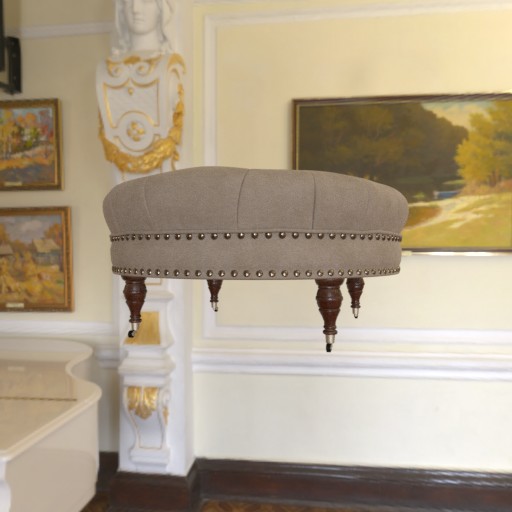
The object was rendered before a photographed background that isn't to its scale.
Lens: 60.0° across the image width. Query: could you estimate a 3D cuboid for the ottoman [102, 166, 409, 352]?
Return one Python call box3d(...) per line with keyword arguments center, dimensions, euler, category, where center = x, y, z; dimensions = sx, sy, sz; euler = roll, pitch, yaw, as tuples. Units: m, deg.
box3d(center=(0.000, 0.000, 1.369), dimensions=(0.901, 0.439, 0.901), euler=(0, 0, 0), category="ottoman")
